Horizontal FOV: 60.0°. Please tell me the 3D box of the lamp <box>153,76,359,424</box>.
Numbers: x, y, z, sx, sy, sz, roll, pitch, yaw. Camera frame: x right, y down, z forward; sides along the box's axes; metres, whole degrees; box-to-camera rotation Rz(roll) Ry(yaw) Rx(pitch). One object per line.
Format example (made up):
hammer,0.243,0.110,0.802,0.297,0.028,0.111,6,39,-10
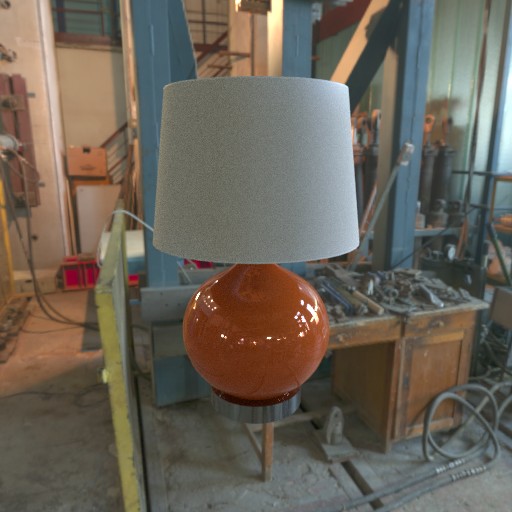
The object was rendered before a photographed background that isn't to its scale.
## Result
lamp,0.000,0.000,0.547,0.247,0.387,0.247,0,14,0
